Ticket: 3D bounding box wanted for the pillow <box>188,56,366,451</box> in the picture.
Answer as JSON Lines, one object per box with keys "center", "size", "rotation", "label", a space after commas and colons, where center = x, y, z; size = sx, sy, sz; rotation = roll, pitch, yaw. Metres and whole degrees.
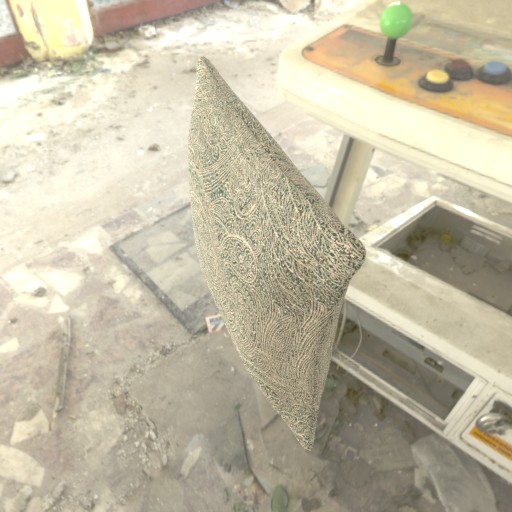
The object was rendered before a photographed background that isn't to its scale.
{"center": [0.000, 0.000, 0.783], "size": [0.166, 0.507, 0.526], "rotation": [-17, 48, -16], "label": "pillow"}
